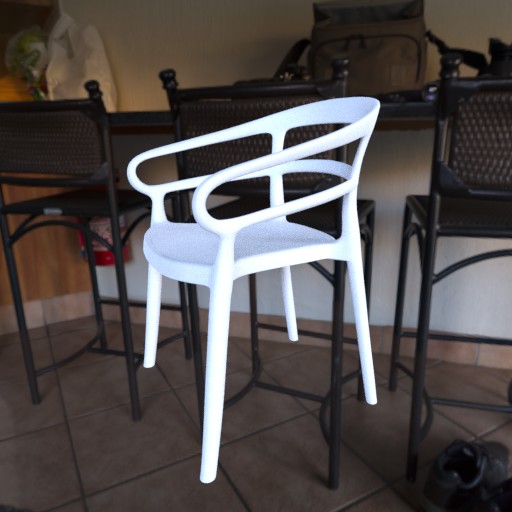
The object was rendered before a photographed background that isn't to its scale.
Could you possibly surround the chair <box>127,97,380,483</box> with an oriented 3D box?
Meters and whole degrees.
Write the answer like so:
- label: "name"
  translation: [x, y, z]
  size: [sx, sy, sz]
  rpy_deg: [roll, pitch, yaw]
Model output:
- label: "chair"
  translation: [0.000, 0.000, 1.111]
  size: [0.527, 0.761, 0.559]
  rpy_deg: [-8, 19, -26]
